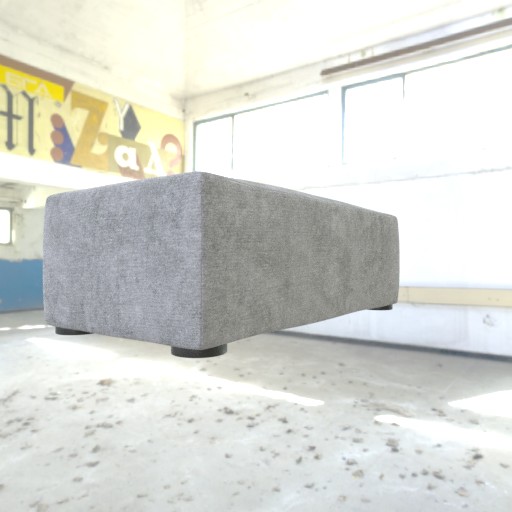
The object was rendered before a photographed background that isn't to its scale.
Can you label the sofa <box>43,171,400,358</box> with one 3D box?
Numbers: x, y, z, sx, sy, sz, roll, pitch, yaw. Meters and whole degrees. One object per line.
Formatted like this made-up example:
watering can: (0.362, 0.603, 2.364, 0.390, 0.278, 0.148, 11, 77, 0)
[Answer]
sofa: (0.000, 0.000, 1.180, 0.480, 0.330, 0.930, 0, 0, 36)
